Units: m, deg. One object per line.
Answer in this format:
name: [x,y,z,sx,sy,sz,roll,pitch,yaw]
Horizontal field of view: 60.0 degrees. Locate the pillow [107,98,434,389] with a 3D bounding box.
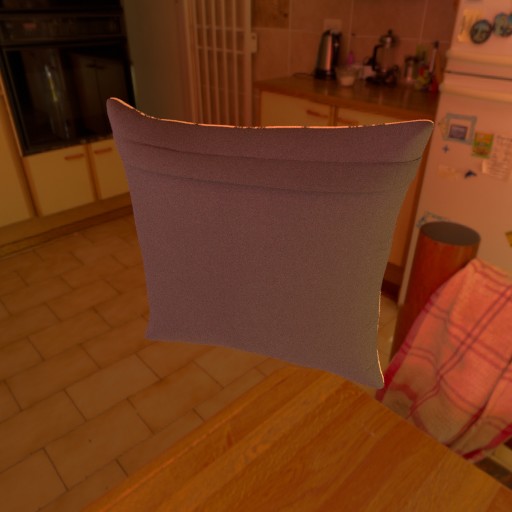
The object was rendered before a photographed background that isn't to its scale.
pillow: [0.000,0.000,0.625,0.405,0.406,0.173,9,32,15]
